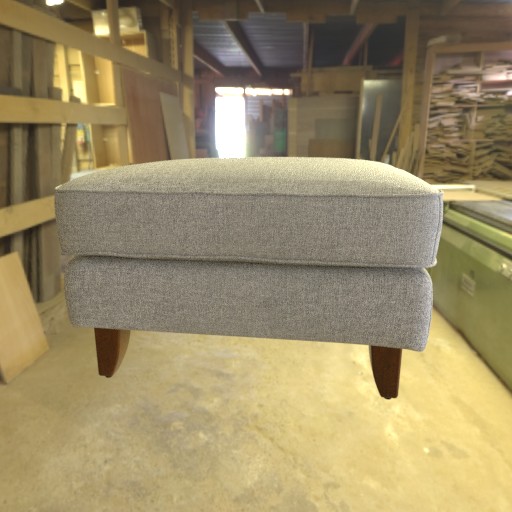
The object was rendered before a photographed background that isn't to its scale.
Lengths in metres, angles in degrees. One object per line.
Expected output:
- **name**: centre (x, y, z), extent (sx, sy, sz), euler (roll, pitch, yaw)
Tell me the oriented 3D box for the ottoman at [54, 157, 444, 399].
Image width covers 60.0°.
- **ottoman**: centre (0.000, 0.000, 1.301), extent (0.889, 0.561, 0.661), euler (2, 15, 8)
